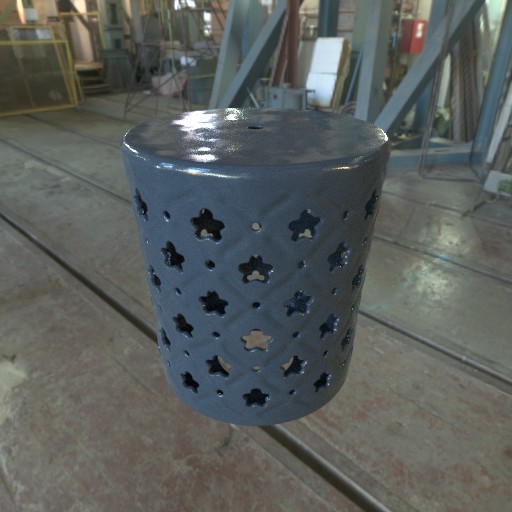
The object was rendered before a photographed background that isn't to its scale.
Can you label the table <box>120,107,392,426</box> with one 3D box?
[{"bbox_3d":[0.000,0.000,0.678,0.352,0.387,0.352,0,28,0],"label":"table"}]
